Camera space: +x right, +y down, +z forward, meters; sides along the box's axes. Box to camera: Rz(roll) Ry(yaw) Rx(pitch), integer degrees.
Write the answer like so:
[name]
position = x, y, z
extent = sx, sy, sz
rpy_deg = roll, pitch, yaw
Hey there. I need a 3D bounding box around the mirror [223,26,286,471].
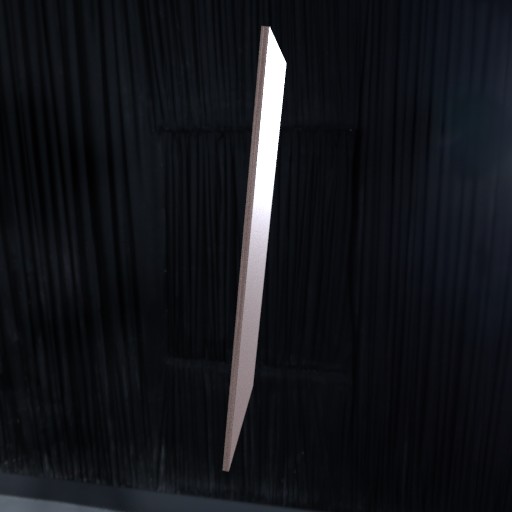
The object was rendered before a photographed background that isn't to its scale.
[mirror]
position = 0.000, 0.000, 2.341
extent = 0.221, 2.020, 0.812
rpy_deg = 2, 14, 8
